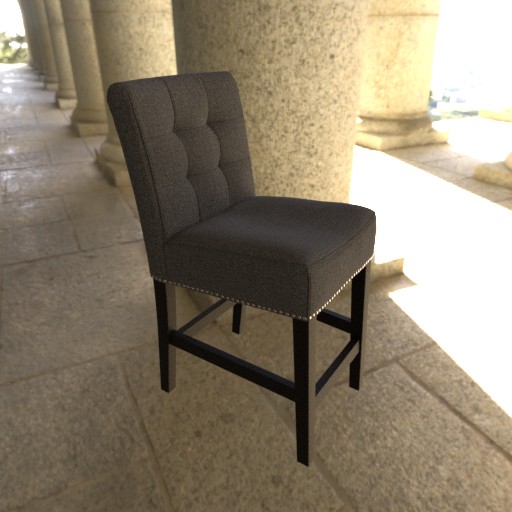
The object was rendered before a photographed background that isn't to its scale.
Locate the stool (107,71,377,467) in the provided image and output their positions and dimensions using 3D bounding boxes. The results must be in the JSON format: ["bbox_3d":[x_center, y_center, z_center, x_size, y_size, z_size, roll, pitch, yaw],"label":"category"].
[{"bbox_3d":[0.000,0.000,1.196,0.571,0.885,0.427,17,31,30],"label":"stool"}]
